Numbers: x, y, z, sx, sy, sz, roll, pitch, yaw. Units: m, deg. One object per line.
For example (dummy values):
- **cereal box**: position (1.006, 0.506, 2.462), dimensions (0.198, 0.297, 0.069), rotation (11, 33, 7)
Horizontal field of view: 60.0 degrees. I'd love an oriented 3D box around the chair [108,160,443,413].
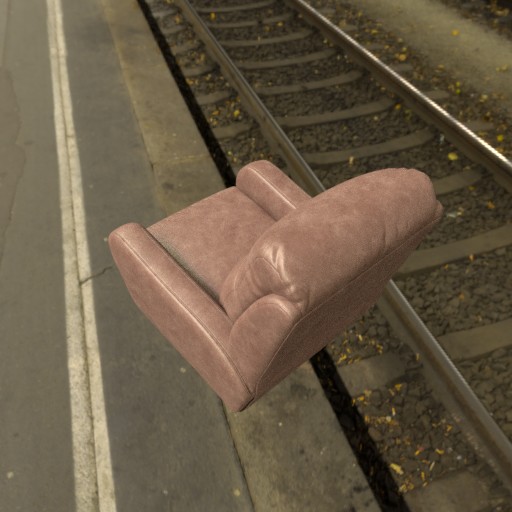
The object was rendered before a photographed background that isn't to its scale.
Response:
- **chair**: position (0.000, 0.000, 1.810), dimensions (0.865, 1.067, 1.067), rotation (-32, 54, -27)
